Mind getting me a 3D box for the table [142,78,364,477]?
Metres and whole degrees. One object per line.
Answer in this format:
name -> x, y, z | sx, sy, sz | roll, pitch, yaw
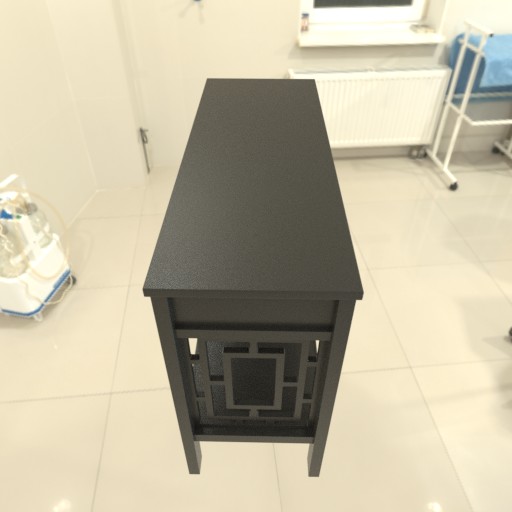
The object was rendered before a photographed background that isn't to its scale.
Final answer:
table -> 0.000, 0.000, 1.420 | 0.397, 0.753, 1.068 | 1, 41, 1
